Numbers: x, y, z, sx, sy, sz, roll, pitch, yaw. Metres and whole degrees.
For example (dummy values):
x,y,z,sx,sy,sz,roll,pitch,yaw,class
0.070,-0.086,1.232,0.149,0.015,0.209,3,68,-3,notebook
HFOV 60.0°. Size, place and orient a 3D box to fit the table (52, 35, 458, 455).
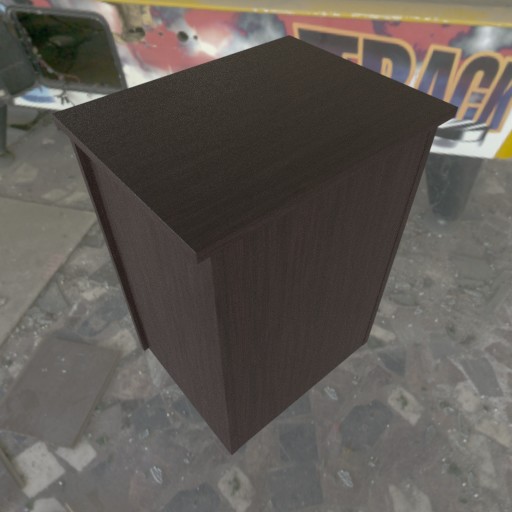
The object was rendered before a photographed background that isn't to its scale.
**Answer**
x,y,z,sx,sy,sz,roll,pitch,yaw,class
0.000,0.000,0.893,0.480,0.635,0.381,-31,54,-26,table
